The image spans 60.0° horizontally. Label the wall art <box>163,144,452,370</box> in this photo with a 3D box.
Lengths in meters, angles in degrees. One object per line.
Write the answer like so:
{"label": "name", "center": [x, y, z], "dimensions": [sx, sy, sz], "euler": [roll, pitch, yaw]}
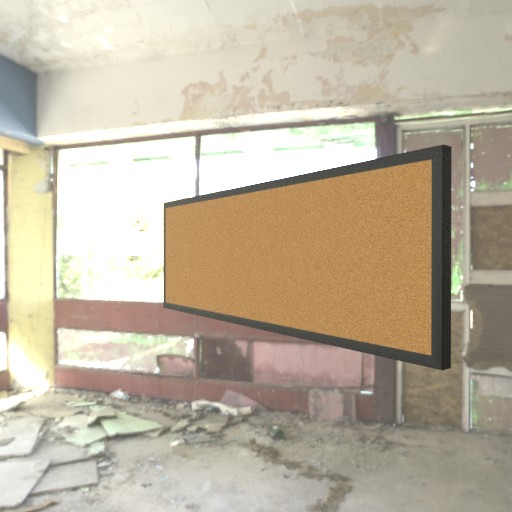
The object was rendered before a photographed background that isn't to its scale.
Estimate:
{"label": "wall art", "center": [0.000, 0.000, 1.725], "dimensions": [0.041, 0.554, 1.572], "euler": [0, 0, -37]}
